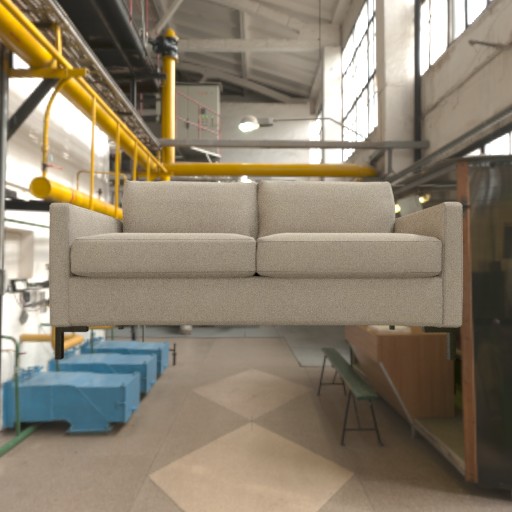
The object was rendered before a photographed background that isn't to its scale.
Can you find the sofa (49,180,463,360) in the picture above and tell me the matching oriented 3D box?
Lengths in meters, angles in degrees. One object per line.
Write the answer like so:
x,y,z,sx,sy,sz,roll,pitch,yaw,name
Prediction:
0.000,0.000,2.167,1.682,0.840,0.875,0,-1,0,sofa
